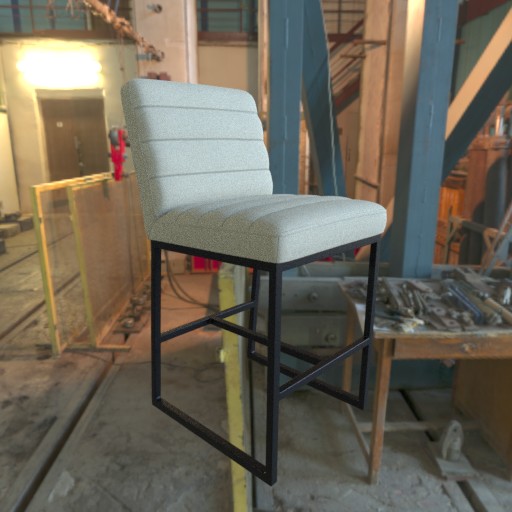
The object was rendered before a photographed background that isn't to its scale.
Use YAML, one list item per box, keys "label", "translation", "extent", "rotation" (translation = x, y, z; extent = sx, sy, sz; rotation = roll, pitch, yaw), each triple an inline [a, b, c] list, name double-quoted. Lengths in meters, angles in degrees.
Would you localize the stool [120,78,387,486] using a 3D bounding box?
- label: "stool"
  translation: [0.000, 0.000, 1.239]
  extent: [0.560, 0.940, 0.460]
  rotation: [13, 20, 42]
